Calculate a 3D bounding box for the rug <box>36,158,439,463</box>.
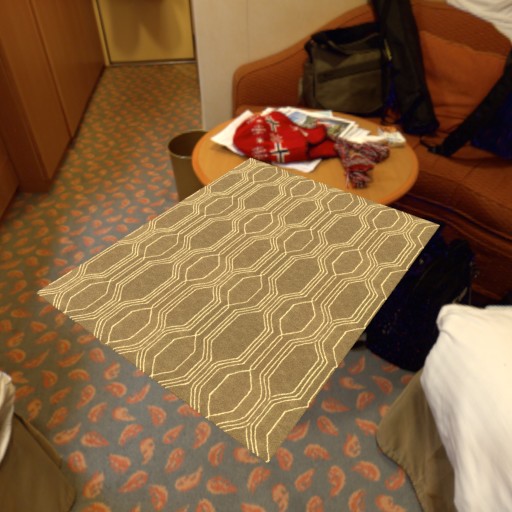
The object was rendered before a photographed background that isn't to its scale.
[{"bbox_3d":[0.000,0.000,4.204,2.457,0.012,3.062,26,46,27],"label":"rug"}]
